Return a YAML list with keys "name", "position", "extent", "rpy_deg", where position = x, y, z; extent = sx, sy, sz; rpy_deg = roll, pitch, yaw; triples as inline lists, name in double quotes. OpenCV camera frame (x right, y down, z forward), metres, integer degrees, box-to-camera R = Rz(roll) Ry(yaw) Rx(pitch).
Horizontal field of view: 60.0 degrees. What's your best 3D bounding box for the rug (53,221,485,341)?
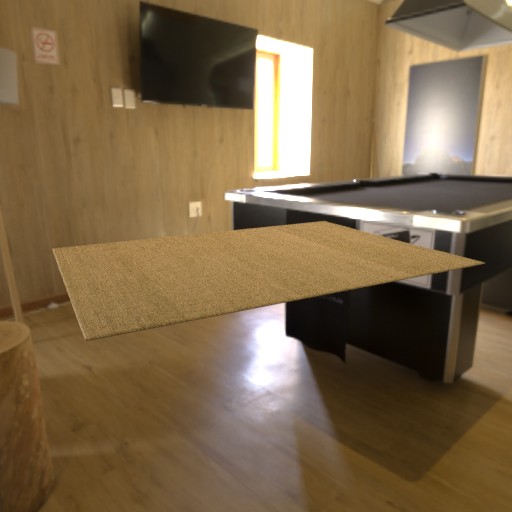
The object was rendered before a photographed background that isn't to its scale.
- name: "rug"
  position: [0.000, 0.000, 4.904]
  extent: [3.935, 0.025, 2.782]
  rpy_deg: [-8, 16, -27]
